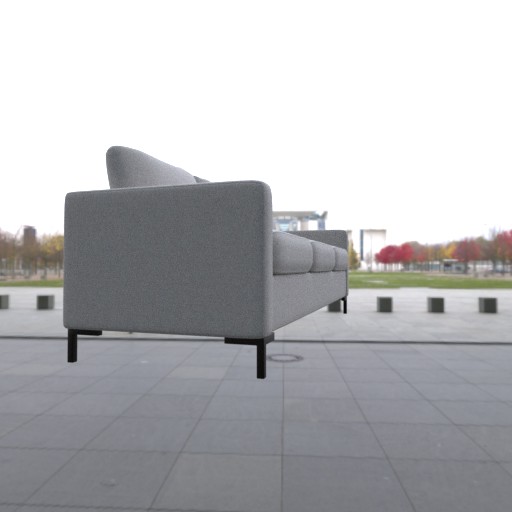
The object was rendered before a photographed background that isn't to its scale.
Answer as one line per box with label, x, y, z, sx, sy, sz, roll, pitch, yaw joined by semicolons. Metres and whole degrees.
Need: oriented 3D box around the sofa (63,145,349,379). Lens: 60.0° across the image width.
sofa;0.000;0.000;2.637;0.859;0.874;2.218;0;-1;19
